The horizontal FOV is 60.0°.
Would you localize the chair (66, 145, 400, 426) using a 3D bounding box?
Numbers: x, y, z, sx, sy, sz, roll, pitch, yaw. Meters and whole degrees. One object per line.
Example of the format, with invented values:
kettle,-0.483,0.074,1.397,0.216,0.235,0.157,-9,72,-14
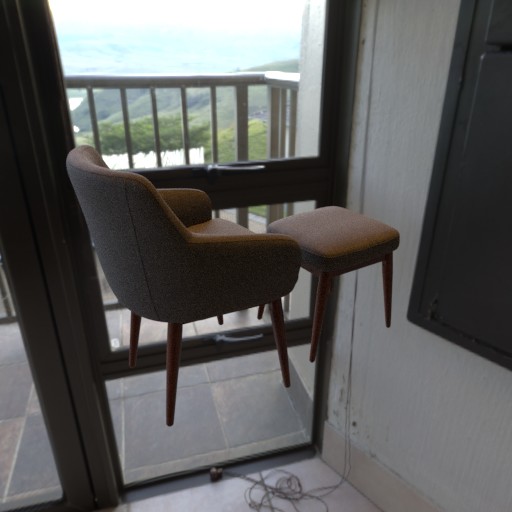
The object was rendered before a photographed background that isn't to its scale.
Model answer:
chair,0.000,0.000,1.536,1.107,0.799,0.584,-16,29,-30
